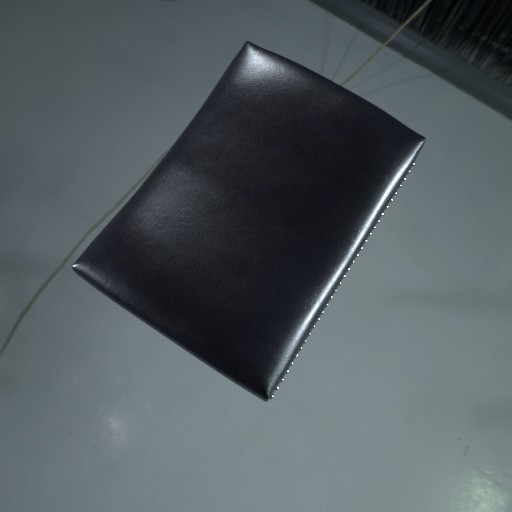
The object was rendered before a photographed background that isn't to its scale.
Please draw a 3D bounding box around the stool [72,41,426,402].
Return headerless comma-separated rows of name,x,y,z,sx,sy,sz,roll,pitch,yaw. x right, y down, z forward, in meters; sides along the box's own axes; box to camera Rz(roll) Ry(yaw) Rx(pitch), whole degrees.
stool,0.000,0.000,1.031,0.372,0.742,0.504,32,77,8
